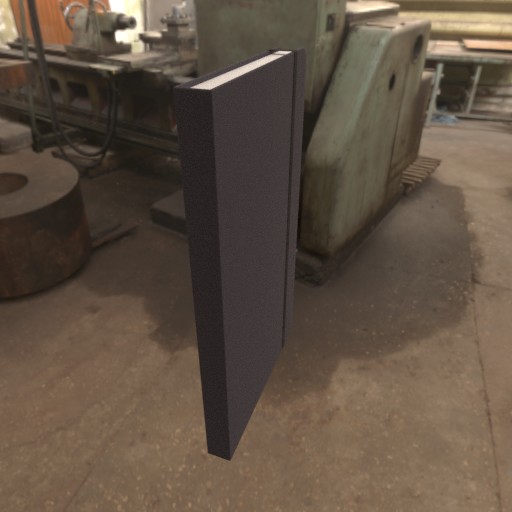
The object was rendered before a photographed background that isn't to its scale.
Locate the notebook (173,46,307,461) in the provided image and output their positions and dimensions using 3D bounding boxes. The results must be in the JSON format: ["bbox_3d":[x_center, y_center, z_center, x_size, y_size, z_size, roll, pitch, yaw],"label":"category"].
[{"bbox_3d":[0.000,0.000,0.261,0.016,0.213,0.127,11,34,17],"label":"notebook"}]
